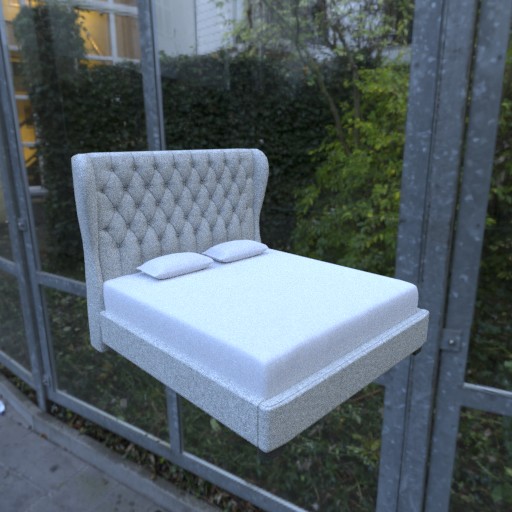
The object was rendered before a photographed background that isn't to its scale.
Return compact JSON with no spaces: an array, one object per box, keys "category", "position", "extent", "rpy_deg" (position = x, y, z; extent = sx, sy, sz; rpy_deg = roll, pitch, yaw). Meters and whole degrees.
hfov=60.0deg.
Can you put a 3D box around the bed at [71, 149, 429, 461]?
[{"category":"bed","position":[0.000,0.000,3.926],"extent":[2.219,1.771,2.347],"rpy_deg":[-15,21,-43]}]
